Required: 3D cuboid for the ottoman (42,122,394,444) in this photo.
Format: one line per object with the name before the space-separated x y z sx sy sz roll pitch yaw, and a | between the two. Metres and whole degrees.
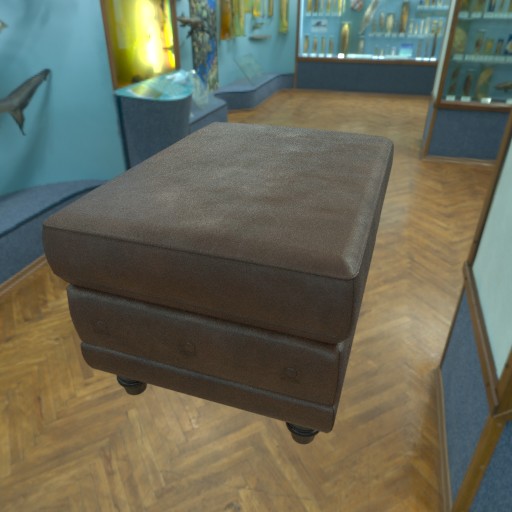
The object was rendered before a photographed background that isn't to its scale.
ottoman | 0.000 0.000 1.155 0.588 0.509 0.795 10 32 16
